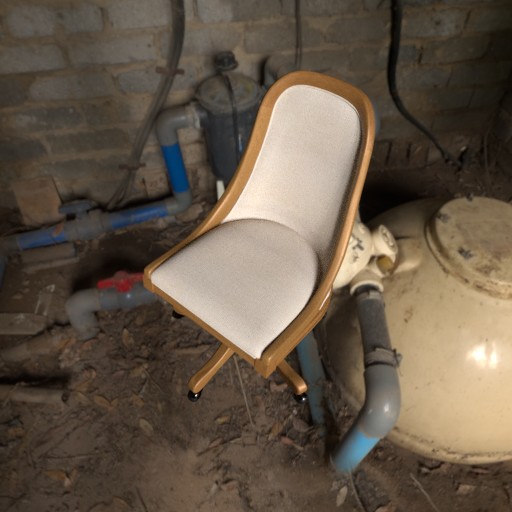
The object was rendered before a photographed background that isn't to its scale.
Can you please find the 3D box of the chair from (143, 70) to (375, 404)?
[{"bbox_3d":[0.000,0.000,1.563,0.702,1.009,0.811,31,55,25],"label":"chair"}]
